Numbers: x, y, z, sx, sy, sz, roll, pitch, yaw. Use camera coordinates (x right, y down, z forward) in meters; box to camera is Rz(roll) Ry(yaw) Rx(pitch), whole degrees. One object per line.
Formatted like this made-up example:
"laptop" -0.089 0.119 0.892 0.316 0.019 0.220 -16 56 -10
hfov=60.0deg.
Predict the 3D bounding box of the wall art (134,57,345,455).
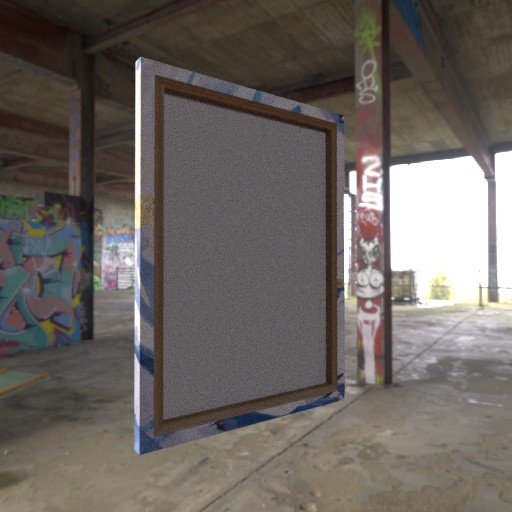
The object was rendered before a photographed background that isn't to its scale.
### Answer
"wall art" 0.000 0.000 1.367 0.761 1.015 0.038 1 -1 -37
